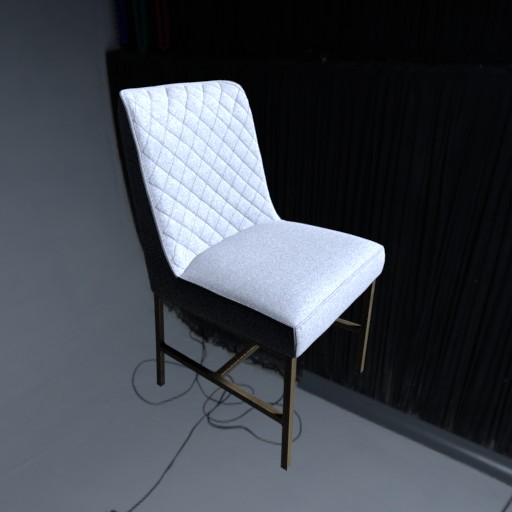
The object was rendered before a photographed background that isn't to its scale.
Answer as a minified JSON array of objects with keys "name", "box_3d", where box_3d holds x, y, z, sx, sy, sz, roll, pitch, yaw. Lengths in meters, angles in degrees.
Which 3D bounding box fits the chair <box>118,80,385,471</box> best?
[{"name":"chair","box_3d":[0.000,0.000,1.261,0.587,0.889,0.508,18,31,32]}]
